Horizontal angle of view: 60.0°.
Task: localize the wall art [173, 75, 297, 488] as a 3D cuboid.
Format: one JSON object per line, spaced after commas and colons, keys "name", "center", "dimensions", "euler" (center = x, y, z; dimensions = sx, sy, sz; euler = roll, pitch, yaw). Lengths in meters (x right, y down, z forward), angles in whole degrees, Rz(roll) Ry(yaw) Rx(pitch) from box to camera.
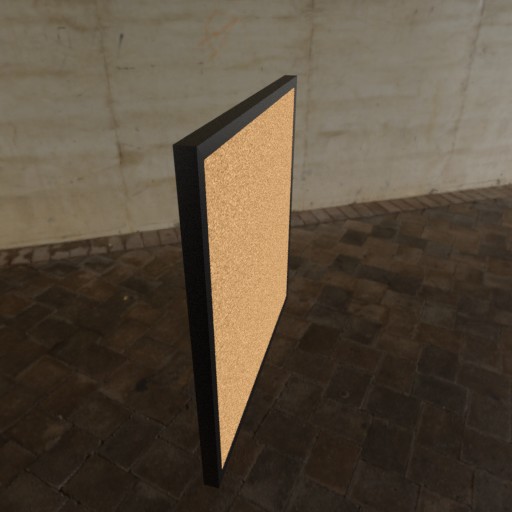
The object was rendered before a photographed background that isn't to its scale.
{"name": "wall art", "center": [0.000, 0.000, 1.110], "dimensions": [0.036, 0.755, 0.756], "euler": [7, 30, 13]}
